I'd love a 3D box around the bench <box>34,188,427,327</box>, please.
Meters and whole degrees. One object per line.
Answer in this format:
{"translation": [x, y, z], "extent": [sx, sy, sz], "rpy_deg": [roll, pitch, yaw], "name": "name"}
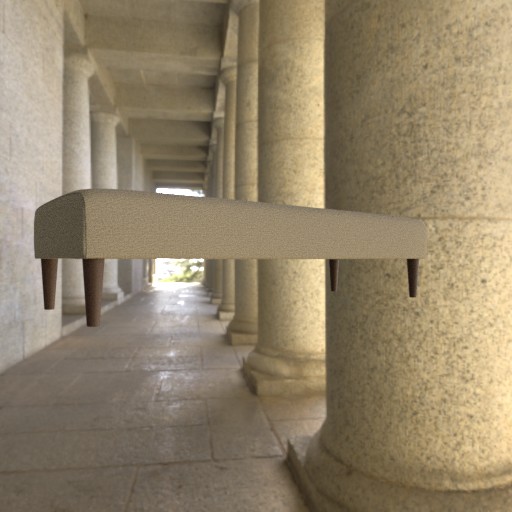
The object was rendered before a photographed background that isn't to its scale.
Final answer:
{"translation": [0.000, 0.000, 1.877], "extent": [1.609, 0.393, 0.646], "rpy_deg": [0, -1, -37], "name": "bench"}
